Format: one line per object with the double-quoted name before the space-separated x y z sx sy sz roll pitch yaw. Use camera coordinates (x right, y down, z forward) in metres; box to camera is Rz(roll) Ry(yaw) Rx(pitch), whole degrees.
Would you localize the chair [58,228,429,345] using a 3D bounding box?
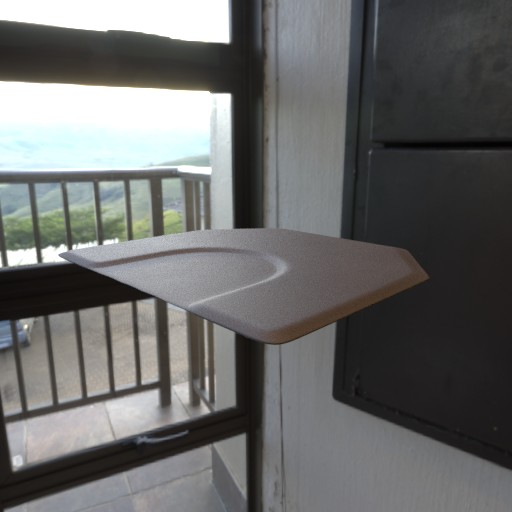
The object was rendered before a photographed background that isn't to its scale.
"chair" 0.000 0.000 1.945 1.219 0.024 1.372 -13 19 -43
